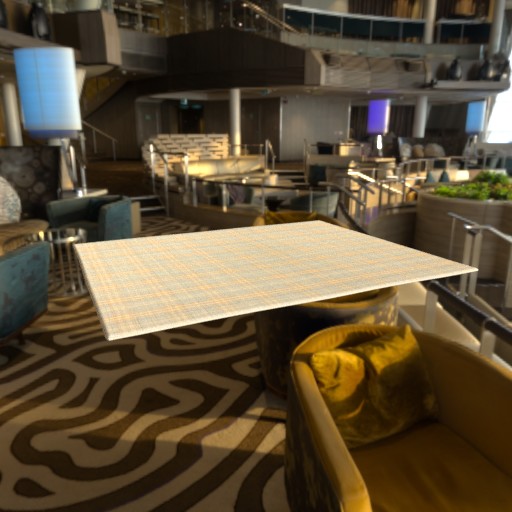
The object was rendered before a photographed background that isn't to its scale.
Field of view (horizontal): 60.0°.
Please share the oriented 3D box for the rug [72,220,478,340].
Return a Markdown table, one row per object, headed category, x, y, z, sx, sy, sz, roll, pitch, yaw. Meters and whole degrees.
| category | x | y | z | sx | sy | sz | roll | pitch | yaw |
| --- | --- | --- | --- | --- | --- | --- | --- | --- | --- |
| rug | 0.000 | 0.000 | 4.195 | 3.066 | 0.030 | 2.462 | -7 | 17 | -25 |
